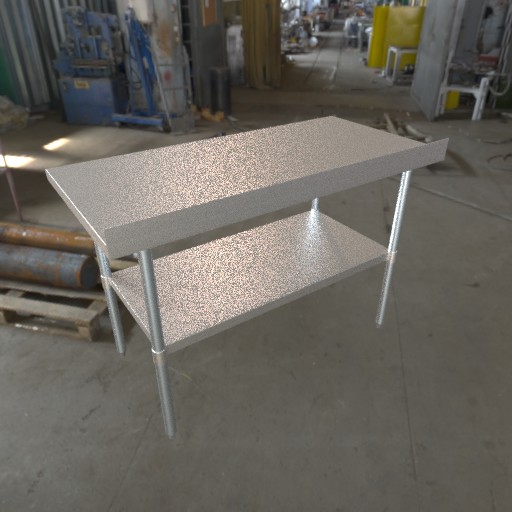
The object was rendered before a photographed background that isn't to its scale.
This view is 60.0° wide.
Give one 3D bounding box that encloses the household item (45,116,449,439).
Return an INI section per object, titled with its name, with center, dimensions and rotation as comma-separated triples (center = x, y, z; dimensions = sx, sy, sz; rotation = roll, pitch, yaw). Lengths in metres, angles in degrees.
[household item]
center = 0.000, 0.000, 1.692
dimensions = 1.219, 0.851, 0.610
rotation = -19, 36, -29
